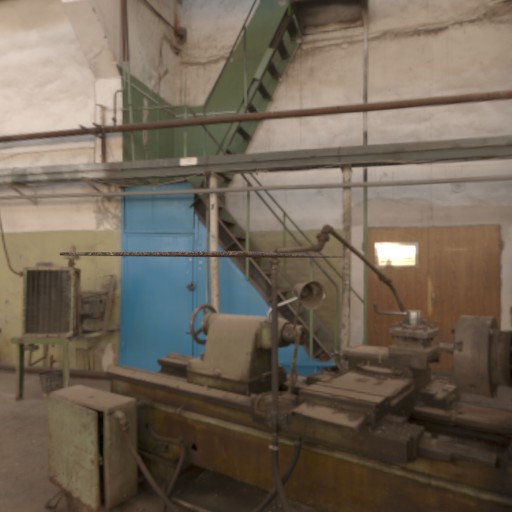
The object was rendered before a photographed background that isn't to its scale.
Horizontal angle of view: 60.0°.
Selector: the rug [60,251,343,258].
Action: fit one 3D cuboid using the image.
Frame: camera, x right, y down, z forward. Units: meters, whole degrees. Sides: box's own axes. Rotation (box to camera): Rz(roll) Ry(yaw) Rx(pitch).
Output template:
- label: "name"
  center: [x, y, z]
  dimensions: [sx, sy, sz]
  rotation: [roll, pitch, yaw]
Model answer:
- label: "rug"
  center: [0.000, 0.000, 2.528]
  dimensions: [0.691, 0.011, 2.296]
  rotation: [0, 0, 19]
